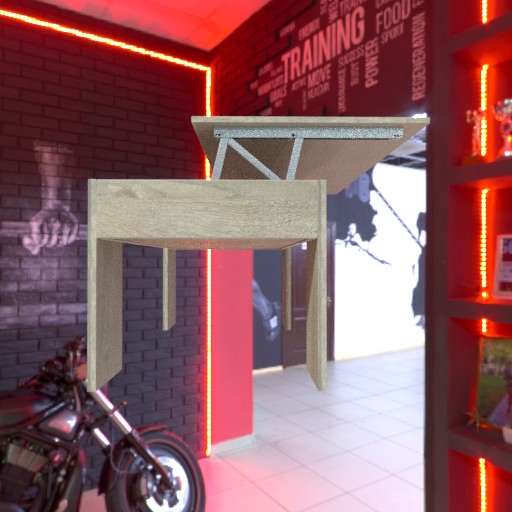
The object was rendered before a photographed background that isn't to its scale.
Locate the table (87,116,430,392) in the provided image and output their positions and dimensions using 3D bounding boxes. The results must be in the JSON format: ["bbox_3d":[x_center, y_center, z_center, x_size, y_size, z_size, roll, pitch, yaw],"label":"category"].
[{"bbox_3d":[0.000,0.000,1.415,0.711,0.570,1.000,0,-1,-1],"label":"table"}]
